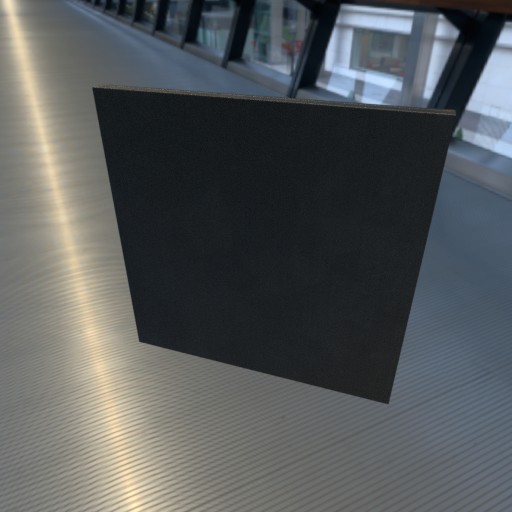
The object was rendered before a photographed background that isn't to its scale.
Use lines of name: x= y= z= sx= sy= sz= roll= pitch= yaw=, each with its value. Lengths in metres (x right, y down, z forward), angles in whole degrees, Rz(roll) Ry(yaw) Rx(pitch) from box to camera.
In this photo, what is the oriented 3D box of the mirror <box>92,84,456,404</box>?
mirror: x=0.000 y=0.000 z=0.552 sx=0.382 sy=0.381 sz=0.020 roll=10 pitch=33 yaw=16
